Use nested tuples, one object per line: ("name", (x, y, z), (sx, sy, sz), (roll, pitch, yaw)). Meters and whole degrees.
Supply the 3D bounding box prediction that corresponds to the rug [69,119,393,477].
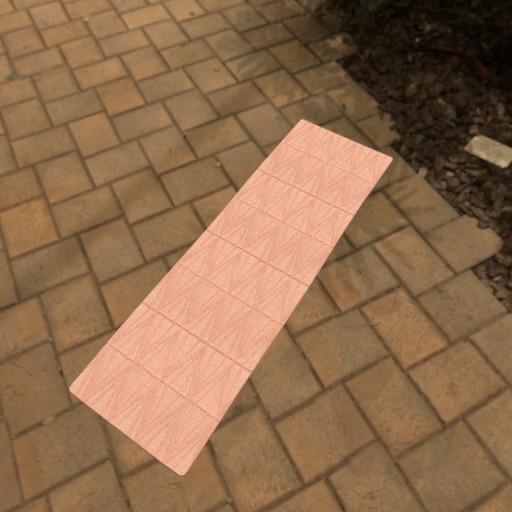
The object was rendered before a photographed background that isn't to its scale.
("rug", (0.000, 0.000, 2.720), (0.760, 0.015, 2.435), (29, 63, 17))
